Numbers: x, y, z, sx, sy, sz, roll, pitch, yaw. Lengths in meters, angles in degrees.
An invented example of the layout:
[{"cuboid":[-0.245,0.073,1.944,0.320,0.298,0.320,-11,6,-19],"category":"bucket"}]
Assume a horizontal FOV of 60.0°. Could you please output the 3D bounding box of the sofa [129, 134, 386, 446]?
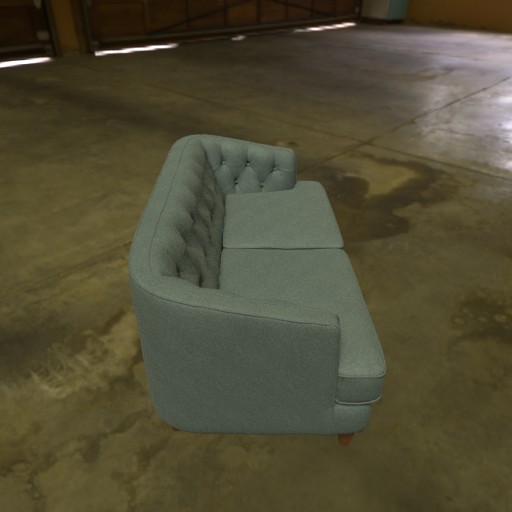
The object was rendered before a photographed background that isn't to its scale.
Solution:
[{"cuboid":[0.000,0.000,2.292,0.941,0.855,1.733,-1,33,-1],"category":"sofa"}]
